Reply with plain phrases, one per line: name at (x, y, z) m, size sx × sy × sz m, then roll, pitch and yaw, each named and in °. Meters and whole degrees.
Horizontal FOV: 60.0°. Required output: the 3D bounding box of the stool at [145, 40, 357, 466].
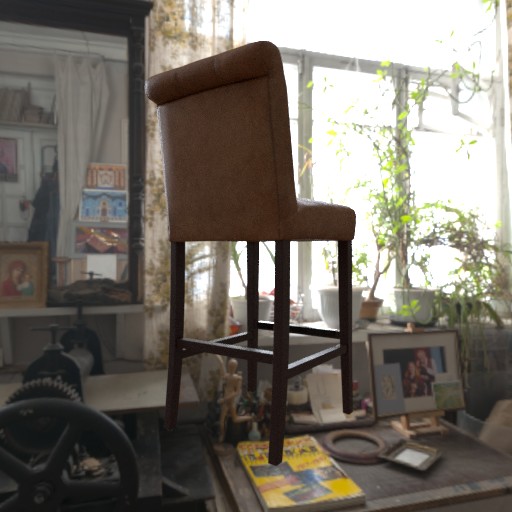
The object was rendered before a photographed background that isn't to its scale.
stool at (0.000, 0.000, 1.494) m, size 0.493 × 1.140 × 0.601 m, roll 0°, pitch 1°, yaw 35°
